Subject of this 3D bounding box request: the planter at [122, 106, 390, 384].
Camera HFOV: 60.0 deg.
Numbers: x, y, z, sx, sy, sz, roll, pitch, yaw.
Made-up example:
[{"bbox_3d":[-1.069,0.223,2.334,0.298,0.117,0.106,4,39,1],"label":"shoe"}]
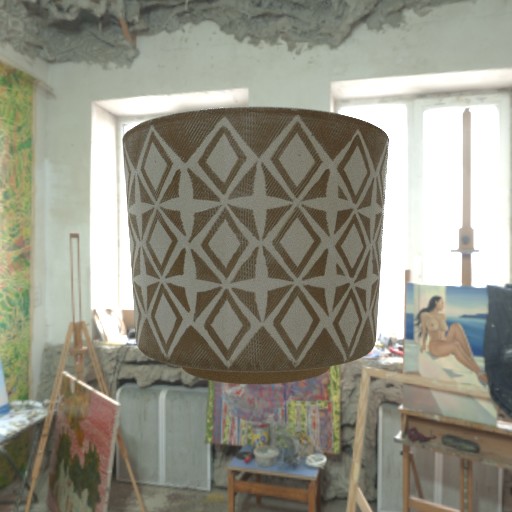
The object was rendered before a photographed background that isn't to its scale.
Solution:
[{"bbox_3d":[0.000,0.000,0.451,0.260,0.220,0.260,0,0,0],"label":"planter"}]
